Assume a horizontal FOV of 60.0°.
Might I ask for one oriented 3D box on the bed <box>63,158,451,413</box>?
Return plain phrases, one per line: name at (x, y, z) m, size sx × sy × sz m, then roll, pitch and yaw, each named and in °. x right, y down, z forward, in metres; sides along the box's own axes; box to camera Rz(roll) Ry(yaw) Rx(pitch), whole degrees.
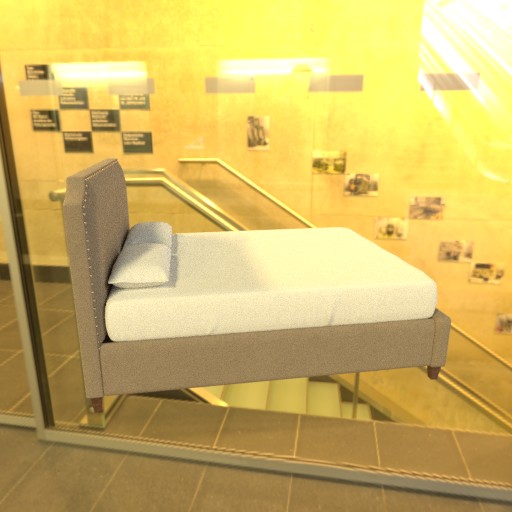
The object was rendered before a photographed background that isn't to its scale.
bed at (0.000, 0.000, 3.447) m, size 2.329 × 1.415 × 1.703 m, roll -3°, pitch 17°, yaw -9°
